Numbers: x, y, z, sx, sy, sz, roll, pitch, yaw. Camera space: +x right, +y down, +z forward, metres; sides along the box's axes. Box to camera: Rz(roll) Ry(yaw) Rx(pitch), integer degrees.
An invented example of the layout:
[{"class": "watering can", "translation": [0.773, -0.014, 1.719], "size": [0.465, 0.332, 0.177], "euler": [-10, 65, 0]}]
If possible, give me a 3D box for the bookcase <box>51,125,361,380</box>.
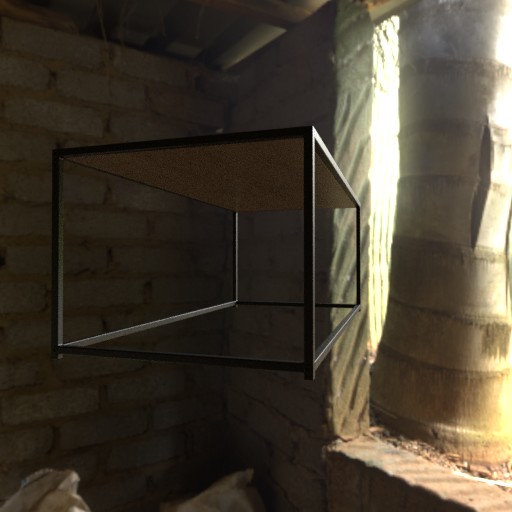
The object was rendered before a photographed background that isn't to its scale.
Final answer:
[{"class": "bookcase", "translation": [0.000, 0.000, 1.242], "size": [0.500, 0.400, 1.000], "euler": [0, -1, 17]}]
